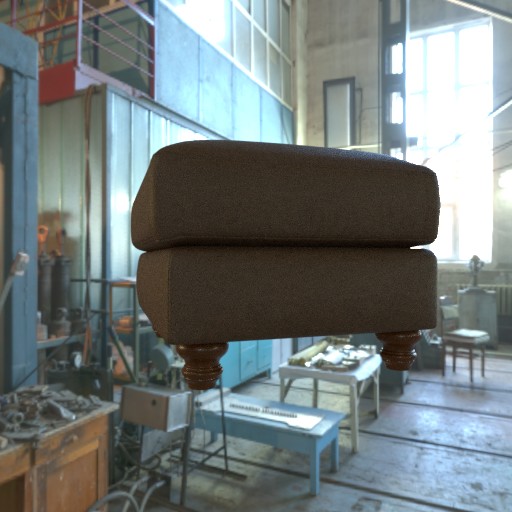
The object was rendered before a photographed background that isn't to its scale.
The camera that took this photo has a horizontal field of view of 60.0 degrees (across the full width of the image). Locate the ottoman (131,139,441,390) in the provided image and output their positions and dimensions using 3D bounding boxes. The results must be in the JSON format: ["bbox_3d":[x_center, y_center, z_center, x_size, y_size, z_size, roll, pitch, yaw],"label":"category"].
[{"bbox_3d":[0.000,0.000,1.206,0.635,0.508,0.787,0,0,-19],"label":"ottoman"}]
